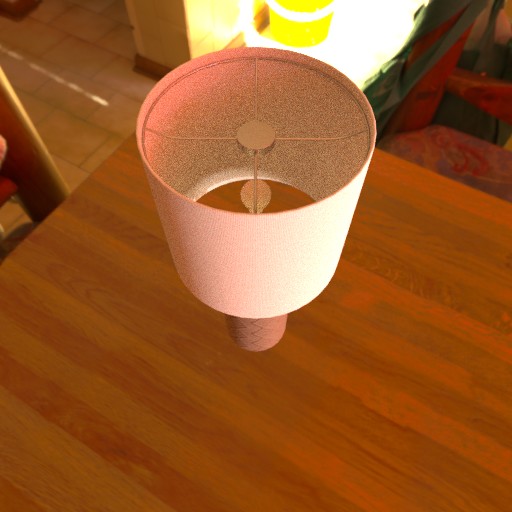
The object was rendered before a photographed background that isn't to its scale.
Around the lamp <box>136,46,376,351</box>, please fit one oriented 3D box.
[{"bbox_3d":[0.000,0.000,0.581,0.207,0.461,0.207,0,59,0],"label":"lamp"}]
